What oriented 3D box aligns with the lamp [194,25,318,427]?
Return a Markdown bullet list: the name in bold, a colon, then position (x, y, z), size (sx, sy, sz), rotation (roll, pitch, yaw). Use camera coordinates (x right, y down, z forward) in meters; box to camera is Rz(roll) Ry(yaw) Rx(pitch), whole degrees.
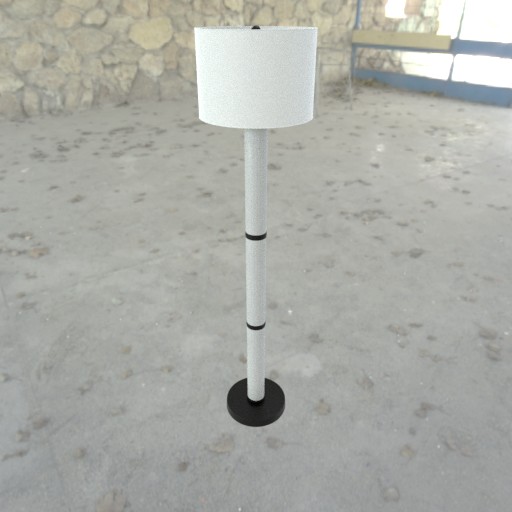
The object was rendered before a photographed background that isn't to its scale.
- **lamp**: position (0.000, 0.000, 1.732), size (0.377, 1.599, 0.377), rotation (-17, 33, -29)
